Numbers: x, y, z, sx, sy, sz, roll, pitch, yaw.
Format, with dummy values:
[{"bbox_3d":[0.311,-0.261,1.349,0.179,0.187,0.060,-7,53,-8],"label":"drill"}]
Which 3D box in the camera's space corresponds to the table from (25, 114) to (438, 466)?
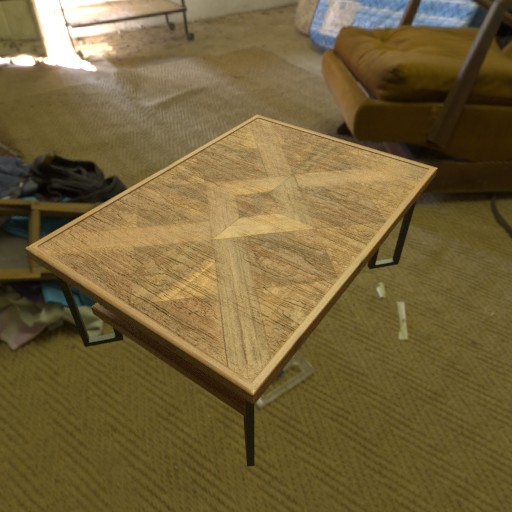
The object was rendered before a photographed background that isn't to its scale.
[{"bbox_3d":[0.000,0.000,1.717,0.877,0.492,1.238,25,47,26],"label":"table"}]
